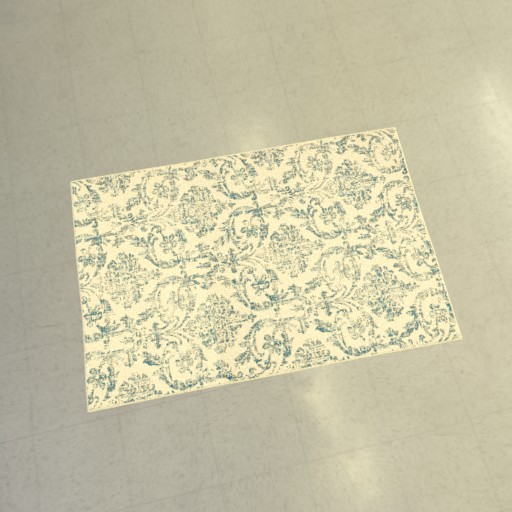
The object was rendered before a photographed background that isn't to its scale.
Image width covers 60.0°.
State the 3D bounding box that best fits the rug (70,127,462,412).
[{"bbox_3d":[0.000,0.000,3.438,2.746,0.018,1.819,-10,74,-3],"label":"rug"}]
